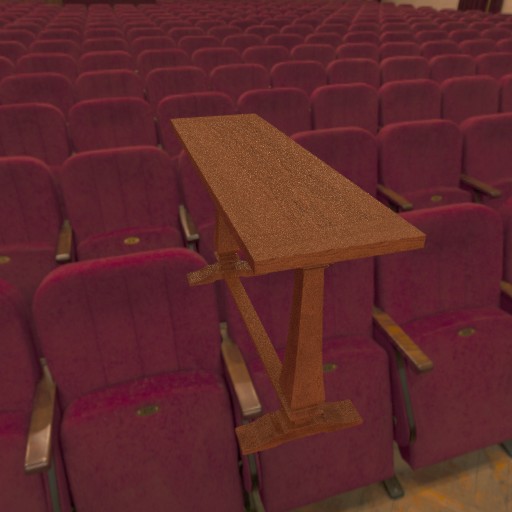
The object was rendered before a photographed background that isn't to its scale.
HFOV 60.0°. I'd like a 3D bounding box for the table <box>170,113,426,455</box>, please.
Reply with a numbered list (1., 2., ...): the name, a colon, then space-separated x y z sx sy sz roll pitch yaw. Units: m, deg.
1. table: 0.000 0.000 1.876 0.461 0.852 1.478 -9 31 -15
